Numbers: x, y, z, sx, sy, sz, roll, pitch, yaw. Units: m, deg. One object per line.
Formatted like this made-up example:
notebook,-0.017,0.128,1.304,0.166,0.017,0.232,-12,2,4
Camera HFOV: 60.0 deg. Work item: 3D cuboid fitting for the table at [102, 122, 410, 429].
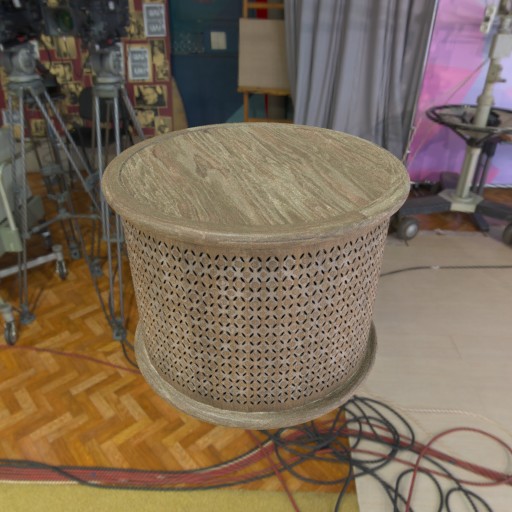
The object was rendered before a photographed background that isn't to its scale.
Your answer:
table,0.000,0.000,1.022,0.607,0.450,0.607,0,32,0
